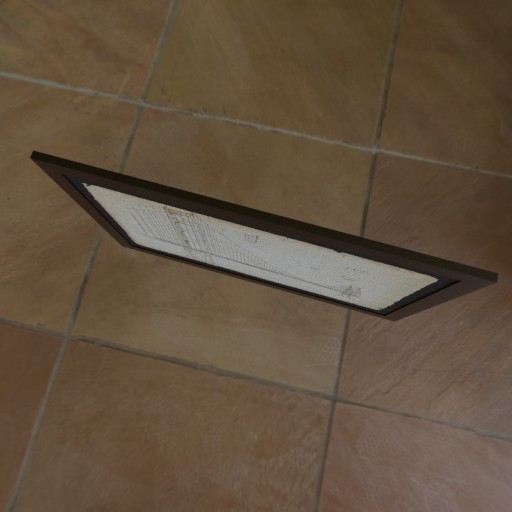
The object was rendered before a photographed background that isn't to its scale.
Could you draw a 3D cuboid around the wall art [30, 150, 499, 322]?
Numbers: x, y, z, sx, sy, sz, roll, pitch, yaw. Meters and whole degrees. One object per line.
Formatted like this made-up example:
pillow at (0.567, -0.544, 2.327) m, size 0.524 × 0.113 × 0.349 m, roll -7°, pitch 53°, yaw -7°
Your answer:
wall art at (0.000, 0.000, 0.820) m, size 0.660 × 0.447 × 0.013 m, roll 15°, pitch 76°, yaw 4°
